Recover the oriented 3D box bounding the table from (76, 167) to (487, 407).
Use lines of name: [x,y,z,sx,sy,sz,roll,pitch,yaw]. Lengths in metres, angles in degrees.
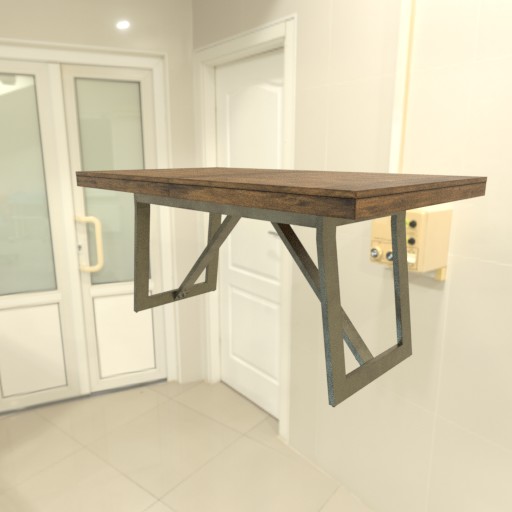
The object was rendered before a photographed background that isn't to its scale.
table: [0.000,0.000,2.074,0.931,0.757,1.641,-13,18,-43]
